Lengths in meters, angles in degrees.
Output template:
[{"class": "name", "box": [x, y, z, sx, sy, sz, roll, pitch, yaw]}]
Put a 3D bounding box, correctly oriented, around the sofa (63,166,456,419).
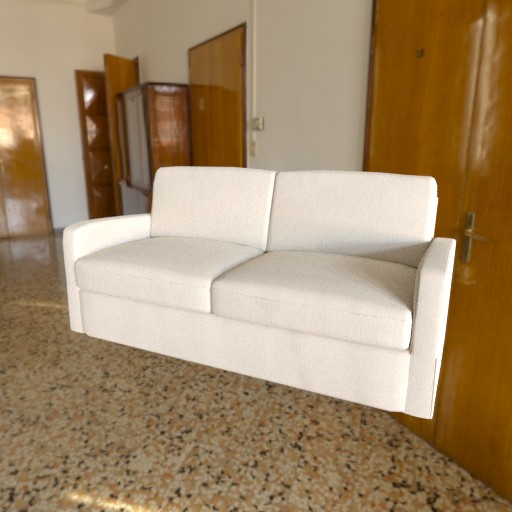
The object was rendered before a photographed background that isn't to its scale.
[{"class": "sofa", "box": [0.000, 0.000, 2.235, 1.808, 0.831, 0.894, 7, 16, 25]}]
